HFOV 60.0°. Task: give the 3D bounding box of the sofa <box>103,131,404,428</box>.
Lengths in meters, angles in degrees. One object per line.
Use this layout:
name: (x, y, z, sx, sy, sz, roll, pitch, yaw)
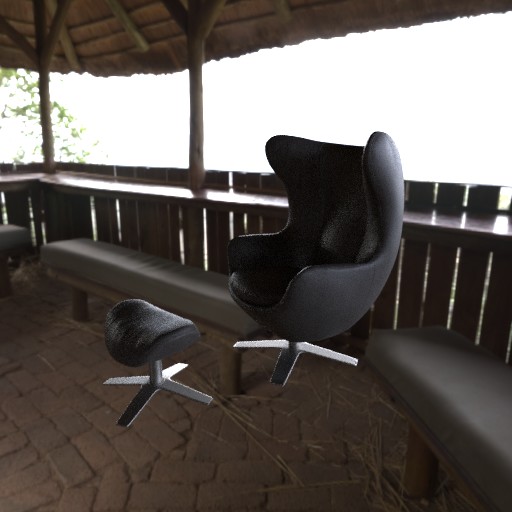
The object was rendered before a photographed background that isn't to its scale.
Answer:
sofa: (0.000, 0.000, 2.109, 1.444, 1.135, 0.894, -7, 16, -26)
